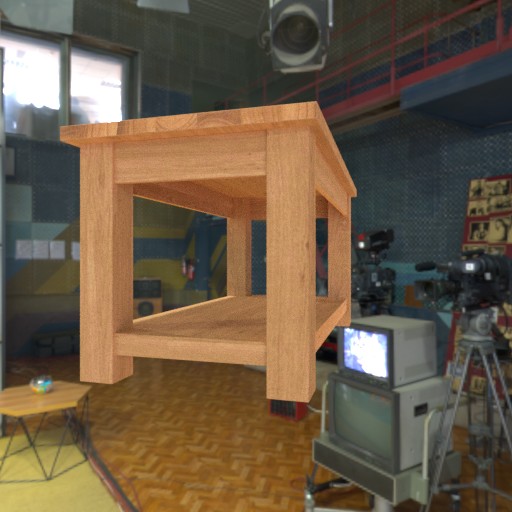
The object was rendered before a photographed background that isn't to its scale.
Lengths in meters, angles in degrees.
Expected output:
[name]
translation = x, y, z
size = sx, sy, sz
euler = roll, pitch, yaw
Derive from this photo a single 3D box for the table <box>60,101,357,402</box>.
[table]
translation = 0.000, 0.000, 1.142
size = 0.450, 0.452, 0.899
euler = 0, 0, 16
